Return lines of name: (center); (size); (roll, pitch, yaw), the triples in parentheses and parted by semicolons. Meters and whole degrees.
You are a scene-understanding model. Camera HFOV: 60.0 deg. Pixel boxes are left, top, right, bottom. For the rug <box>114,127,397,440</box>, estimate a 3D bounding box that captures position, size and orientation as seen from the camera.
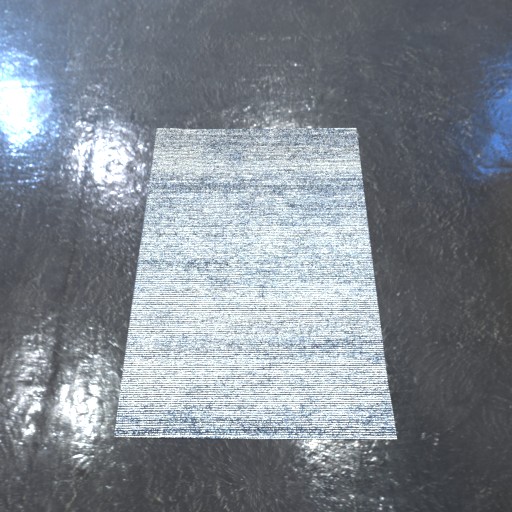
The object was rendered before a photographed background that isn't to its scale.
rug: (0.000, 0.000, 3.060); (1.624, 0.030, 2.349); (0, 63, 0)
